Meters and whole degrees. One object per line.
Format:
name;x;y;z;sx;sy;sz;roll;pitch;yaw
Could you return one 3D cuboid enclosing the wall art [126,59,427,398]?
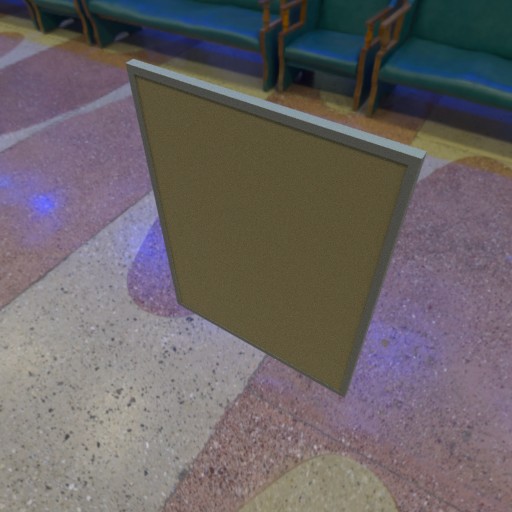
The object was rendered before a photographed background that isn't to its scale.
wall art;0.000;0.000;1.398;0.789;1.042;0.034;25;52;22
